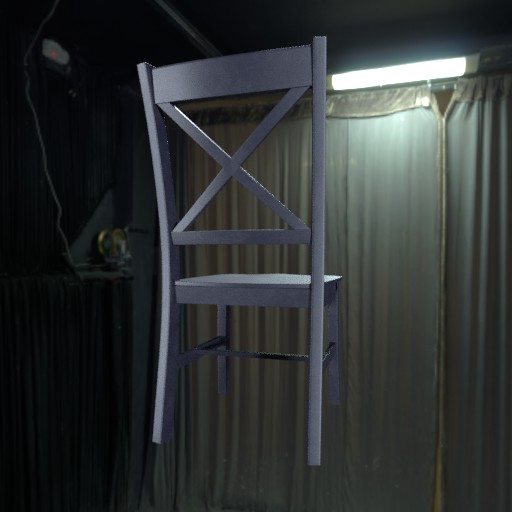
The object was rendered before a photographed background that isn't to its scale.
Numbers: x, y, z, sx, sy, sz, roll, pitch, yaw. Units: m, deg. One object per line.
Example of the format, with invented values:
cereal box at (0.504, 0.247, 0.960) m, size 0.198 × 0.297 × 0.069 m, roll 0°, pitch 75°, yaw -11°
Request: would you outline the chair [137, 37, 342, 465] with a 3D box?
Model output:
chair at (0.000, 0.000, 1.301) m, size 0.485 × 0.983 × 0.542 m, roll 0°, pitch 0°, yaw 17°
